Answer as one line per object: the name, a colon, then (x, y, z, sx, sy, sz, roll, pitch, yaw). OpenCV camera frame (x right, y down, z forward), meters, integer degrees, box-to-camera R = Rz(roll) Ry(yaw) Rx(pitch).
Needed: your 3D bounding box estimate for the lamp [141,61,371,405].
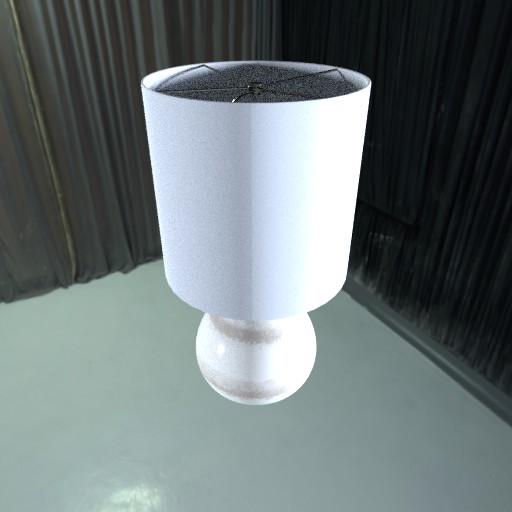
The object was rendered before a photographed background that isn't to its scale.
lamp: (0.000, 0.000, 0.533, 0.217, 0.404, 0.217, -20, 37, -29)
